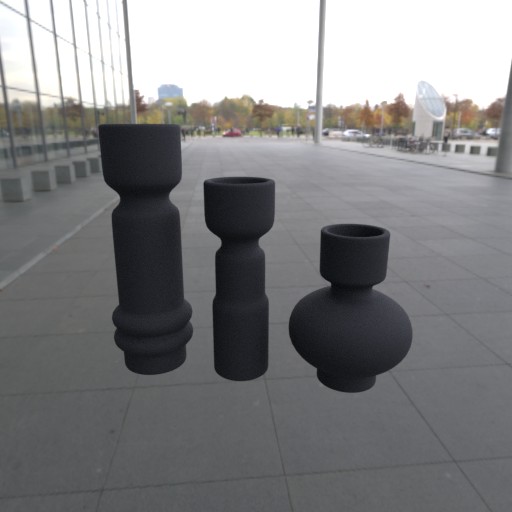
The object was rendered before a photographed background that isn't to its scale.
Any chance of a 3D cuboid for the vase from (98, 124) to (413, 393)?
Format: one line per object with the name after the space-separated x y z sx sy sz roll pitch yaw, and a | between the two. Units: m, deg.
0.000 0.000 0.436 0.307 0.249 0.120 3 16 9 | vase
